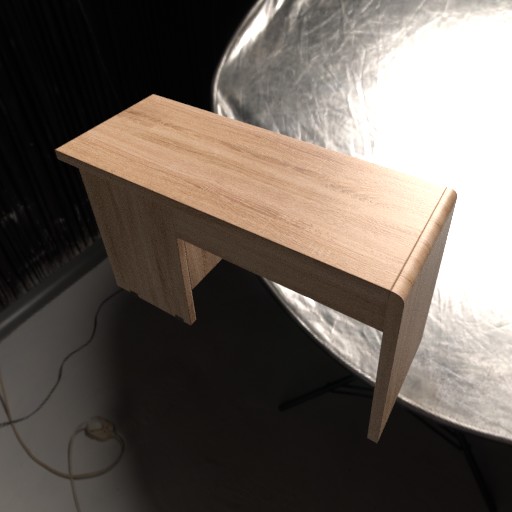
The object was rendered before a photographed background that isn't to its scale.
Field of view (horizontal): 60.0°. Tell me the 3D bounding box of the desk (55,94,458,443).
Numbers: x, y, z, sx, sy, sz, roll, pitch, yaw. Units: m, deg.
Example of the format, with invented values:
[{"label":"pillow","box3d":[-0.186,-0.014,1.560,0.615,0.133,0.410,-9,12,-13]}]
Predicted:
[{"label":"desk","box3d":[0.000,0.000,1.672,1.300,0.750,0.500,24,50,22]}]
